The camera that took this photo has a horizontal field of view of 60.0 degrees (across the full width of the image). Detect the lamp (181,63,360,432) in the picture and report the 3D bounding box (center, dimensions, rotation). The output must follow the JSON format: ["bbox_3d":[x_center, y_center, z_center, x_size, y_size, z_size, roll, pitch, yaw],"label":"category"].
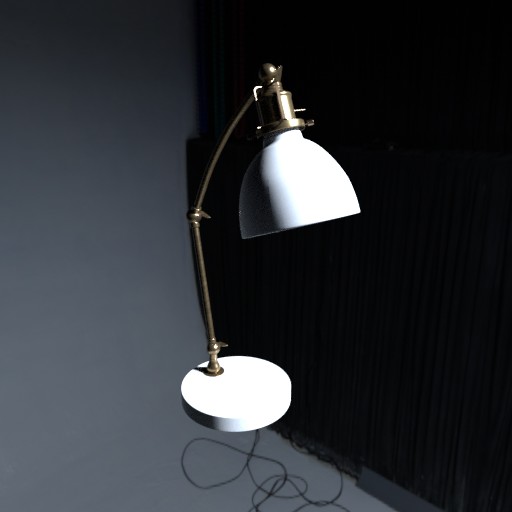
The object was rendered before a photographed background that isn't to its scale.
[{"bbox_3d":[0.000,0.000,0.657,0.317,0.522,0.186,15,22,42],"label":"lamp"}]
